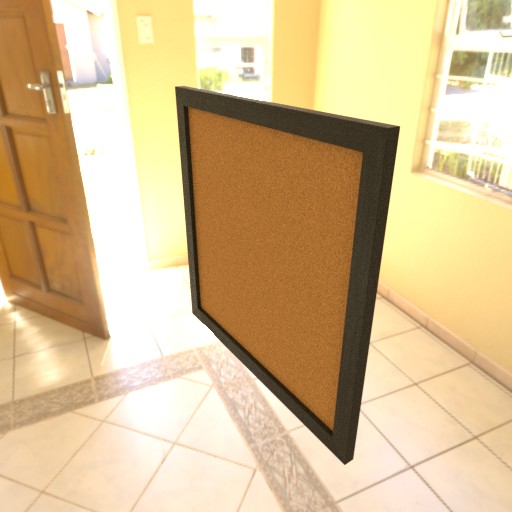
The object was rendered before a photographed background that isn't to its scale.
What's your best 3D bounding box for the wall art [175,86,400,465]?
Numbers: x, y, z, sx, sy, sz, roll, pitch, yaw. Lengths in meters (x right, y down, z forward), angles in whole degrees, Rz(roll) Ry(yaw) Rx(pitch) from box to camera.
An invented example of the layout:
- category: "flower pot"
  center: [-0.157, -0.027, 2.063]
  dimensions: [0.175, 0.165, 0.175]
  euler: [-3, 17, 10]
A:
- category: "wall art"
  center: [0.000, 0.000, 1.524]
  dimensions: [0.038, 1.016, 1.016]
  euler: [-17, 31, -31]
